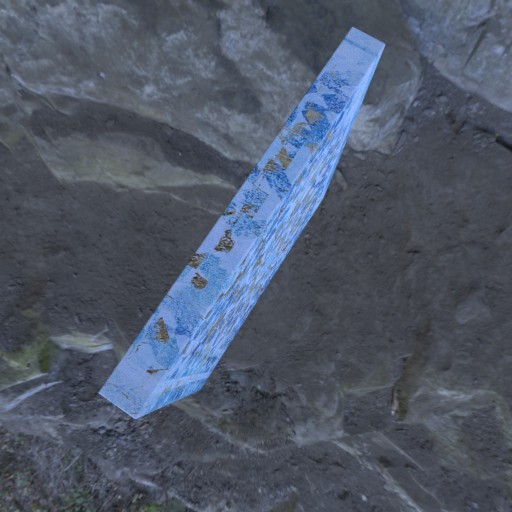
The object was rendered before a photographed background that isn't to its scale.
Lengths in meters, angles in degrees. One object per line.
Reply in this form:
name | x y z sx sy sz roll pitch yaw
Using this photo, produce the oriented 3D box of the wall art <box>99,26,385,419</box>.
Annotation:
wall art | 0.000 0.000 0.584 0.037 0.405 0.405 32 78 7
